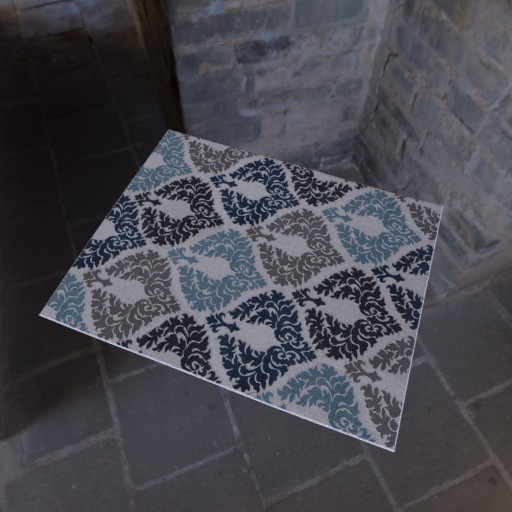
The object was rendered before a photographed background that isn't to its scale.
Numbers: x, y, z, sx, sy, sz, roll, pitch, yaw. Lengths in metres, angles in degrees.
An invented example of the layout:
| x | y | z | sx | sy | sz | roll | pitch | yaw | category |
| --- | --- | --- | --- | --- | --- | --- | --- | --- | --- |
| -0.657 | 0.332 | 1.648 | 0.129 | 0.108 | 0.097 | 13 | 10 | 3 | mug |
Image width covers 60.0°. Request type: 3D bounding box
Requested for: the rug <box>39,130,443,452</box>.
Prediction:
| x | y | z | sx | sy | sz | roll | pitch | yaw | category |
| --- | --- | --- | --- | --- | --- | --- | --- | --- | --- |
| 0.000 | 0.000 | 4.069 | 3.040 | 0.014 | 2.423 | 18 | 60 | 11 | rug |
